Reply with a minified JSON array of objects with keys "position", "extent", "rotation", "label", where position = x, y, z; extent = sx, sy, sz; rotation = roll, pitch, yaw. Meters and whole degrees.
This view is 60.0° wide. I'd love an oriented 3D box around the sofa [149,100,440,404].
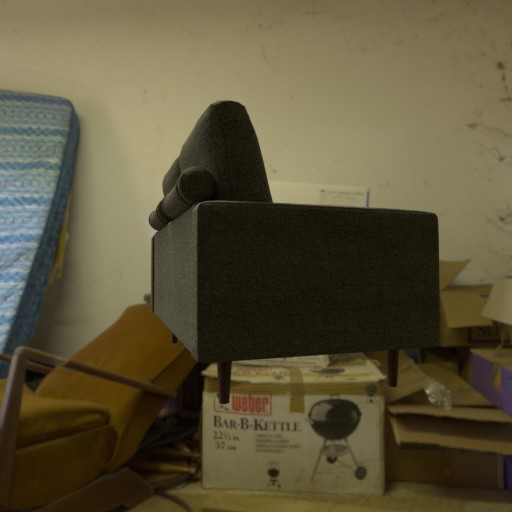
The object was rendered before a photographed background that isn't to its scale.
[{"position":[0.000,0.000,1.948],"extent":[0.842,0.907,1.407],"rotation":[0,-1,-18],"label":"sofa"}]
